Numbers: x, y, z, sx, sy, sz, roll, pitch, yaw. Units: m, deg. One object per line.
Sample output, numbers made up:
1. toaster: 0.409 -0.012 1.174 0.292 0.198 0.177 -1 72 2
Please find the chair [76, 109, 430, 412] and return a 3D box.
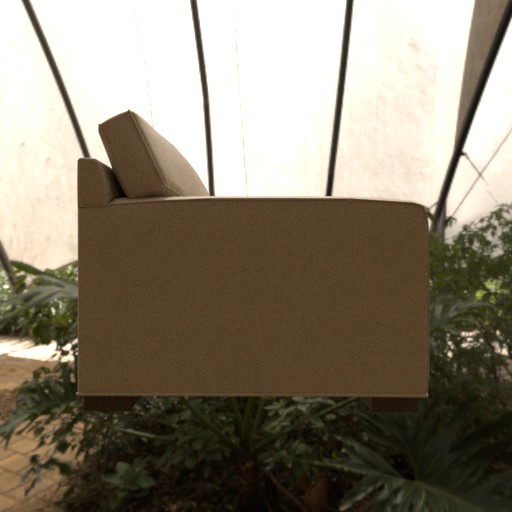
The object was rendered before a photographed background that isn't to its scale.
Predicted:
1. chair: 0.000 0.000 1.779 1.043 0.913 0.998 0 0 1
